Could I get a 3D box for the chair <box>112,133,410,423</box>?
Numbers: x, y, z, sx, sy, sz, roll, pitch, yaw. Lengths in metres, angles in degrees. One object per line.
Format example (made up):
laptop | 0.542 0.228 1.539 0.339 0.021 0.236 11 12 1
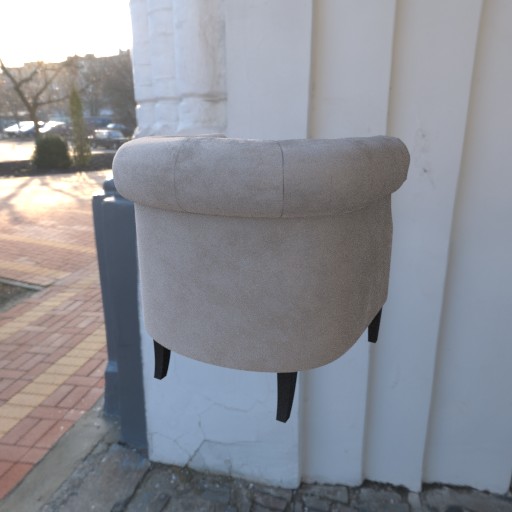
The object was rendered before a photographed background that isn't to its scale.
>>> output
chair | 0.000 0.000 1.566 0.904 0.826 0.851 9 19 28
